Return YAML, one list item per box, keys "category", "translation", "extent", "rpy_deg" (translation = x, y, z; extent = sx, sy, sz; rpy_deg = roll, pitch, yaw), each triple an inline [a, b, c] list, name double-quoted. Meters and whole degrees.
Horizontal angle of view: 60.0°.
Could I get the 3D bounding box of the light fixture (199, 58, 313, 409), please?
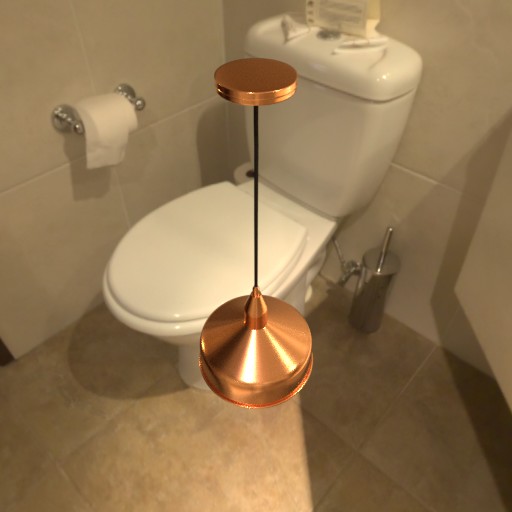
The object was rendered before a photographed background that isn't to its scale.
- category: "light fixture"
  translation: [0.000, 0.000, 0.916]
  extent: [0.301, 0.754, 0.301]
  rpy_deg: [4, 45, 4]
